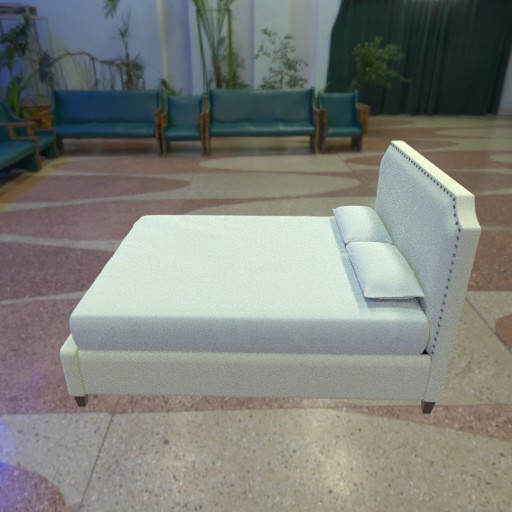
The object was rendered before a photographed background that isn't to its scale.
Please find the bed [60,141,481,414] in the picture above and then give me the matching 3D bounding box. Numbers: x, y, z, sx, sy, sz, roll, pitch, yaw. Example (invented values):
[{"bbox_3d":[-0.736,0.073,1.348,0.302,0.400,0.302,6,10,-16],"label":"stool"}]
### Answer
[{"bbox_3d":[0.000,0.000,3.275,2.329,1.415,1.703,1,26,1],"label":"bed"}]
